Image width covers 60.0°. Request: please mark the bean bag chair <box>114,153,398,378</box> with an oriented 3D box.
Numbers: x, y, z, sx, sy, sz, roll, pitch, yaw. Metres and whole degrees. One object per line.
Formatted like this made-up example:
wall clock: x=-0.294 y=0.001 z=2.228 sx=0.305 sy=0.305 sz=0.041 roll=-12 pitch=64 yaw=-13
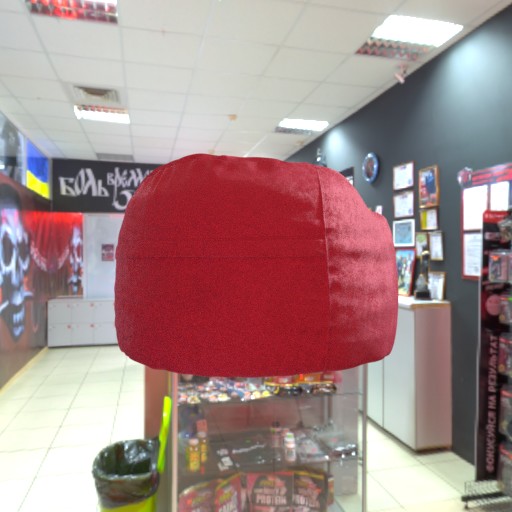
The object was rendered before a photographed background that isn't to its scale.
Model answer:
bean bag chair: x=0.000 y=0.000 z=1.991 sx=1.218 sy=0.788 sz=1.218 roll=0 pitch=0 yaw=0
